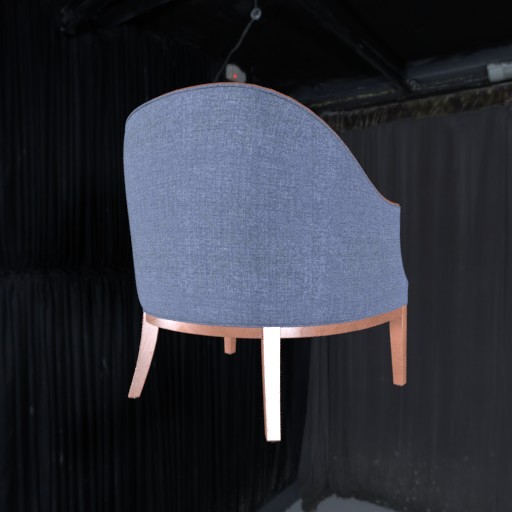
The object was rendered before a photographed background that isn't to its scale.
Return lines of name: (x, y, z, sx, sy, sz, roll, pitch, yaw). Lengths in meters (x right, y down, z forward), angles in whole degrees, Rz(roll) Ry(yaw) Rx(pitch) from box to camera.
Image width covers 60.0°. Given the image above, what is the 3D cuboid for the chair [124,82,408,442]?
chair: (0.000, 0.000, 1.447, 0.803, 0.876, 0.735, 1, 2, 36)
